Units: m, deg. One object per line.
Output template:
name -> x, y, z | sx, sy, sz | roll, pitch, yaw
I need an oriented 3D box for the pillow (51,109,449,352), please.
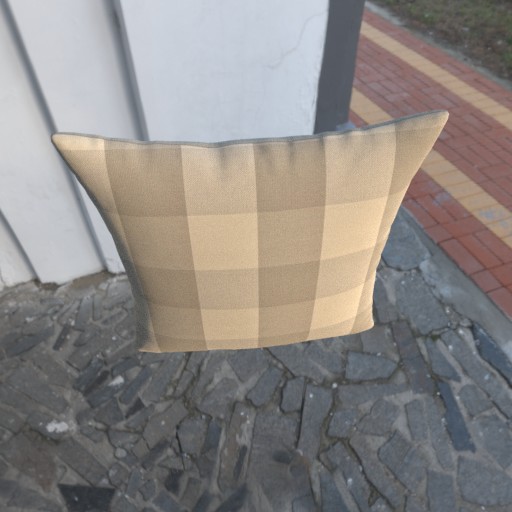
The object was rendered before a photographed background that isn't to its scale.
pillow -> 0.000, 0.000, 0.751 | 0.511, 0.509, 0.161 | -5, 48, -4
